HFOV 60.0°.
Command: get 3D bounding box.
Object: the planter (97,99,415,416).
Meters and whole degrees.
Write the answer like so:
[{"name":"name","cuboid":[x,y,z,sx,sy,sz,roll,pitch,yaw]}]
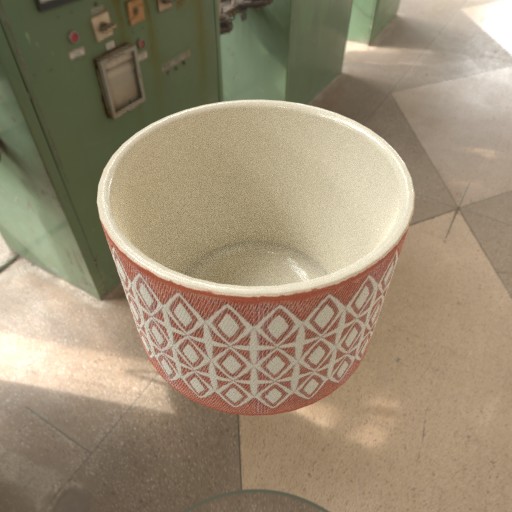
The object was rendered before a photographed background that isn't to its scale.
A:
[{"name":"planter","cuboid":[0.000,0.000,0.328,0.192,0.148,0.192,0,46,0]}]
